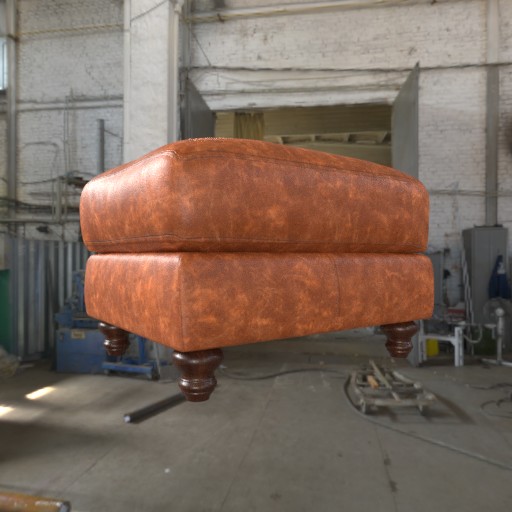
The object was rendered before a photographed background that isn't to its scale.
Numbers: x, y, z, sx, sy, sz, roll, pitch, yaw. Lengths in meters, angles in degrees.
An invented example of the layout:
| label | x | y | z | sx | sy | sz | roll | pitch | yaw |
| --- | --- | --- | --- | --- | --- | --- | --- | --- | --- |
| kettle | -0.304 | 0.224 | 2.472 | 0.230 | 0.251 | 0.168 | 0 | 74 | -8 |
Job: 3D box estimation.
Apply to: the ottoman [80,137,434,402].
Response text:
| label | x | y | z | sx | sy | sz | roll | pitch | yaw |
| --- | --- | --- | --- | --- | --- | --- | --- | --- | --- |
| ottoman | 0.000 | 0.000 | 1.254 | 0.832 | 0.562 | 0.657 | 0 | 0 | -36 |
